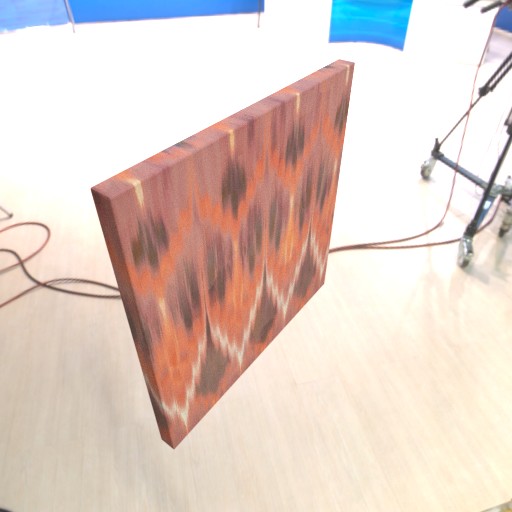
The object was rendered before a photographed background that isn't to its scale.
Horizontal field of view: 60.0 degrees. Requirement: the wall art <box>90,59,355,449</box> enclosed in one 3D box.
[{"bbox_3d":[0.000,0.000,0.894,0.037,0.609,0.603,26,47,27],"label":"wall art"}]
